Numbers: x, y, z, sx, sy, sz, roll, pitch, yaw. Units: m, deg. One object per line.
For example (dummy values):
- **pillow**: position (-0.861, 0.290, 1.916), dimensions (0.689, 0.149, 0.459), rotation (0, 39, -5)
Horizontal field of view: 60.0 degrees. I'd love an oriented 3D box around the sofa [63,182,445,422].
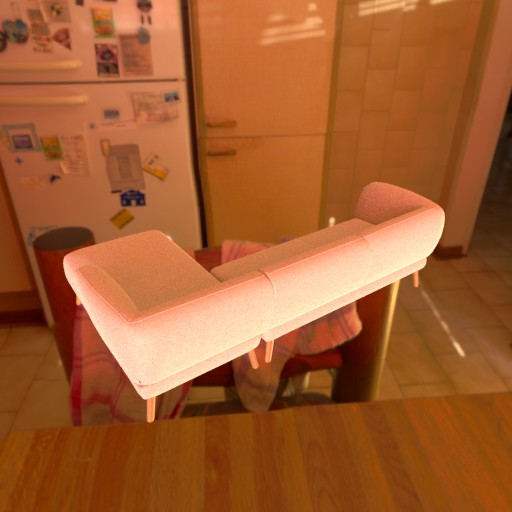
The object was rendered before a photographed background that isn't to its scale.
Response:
- **sofa**: position (0.000, 0.000, 3.421), dimensions (2.660, 0.730, 1.610), rotation (-19, 35, -30)
